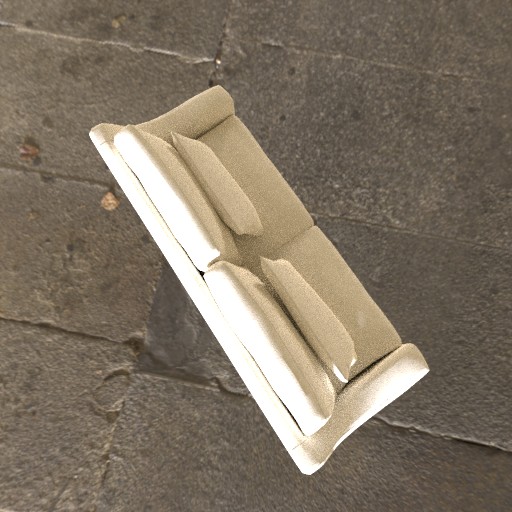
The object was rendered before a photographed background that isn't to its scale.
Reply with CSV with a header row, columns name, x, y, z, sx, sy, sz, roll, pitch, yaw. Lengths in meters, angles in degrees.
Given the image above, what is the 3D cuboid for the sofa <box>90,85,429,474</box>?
name,x,y,z,sx,sy,sz,roll,pitch,yaw
sofa,0.000,0.000,3.003,1.009,1.022,2.470,-33,77,-8
